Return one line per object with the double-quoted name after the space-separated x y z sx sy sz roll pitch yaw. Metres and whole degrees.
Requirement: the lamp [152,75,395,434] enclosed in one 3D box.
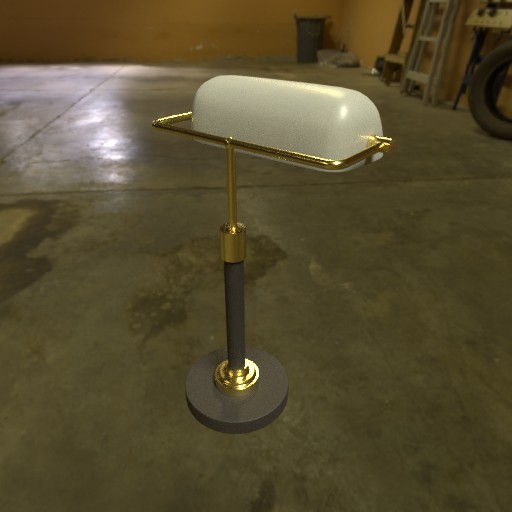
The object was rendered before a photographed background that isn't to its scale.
0.000 0.000 0.556 0.269 0.404 0.227 22 36 34 "lamp"
